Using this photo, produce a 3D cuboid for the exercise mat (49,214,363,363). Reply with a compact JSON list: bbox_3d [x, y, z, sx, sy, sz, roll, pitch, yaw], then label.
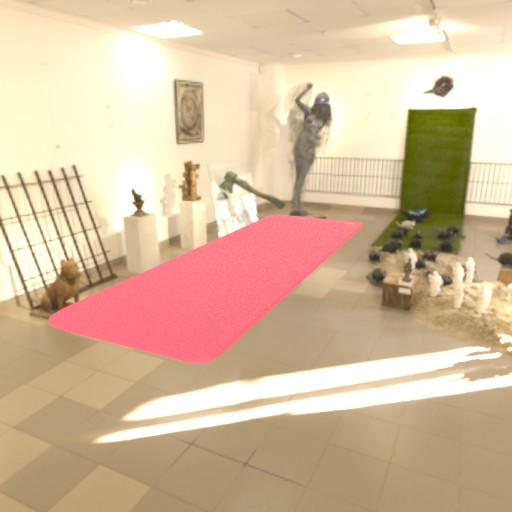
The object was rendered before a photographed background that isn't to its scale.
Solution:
[{"bbox_3d":[0.000,0.000,2.094,0.616,0.021,1.884,8,19,24],"label":"exercise mat"}]
